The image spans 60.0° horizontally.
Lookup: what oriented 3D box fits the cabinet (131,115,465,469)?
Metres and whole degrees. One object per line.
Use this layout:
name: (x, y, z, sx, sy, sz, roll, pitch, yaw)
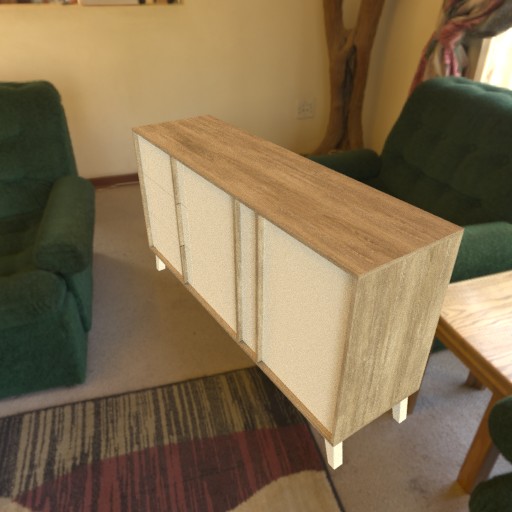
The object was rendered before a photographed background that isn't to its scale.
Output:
cabinet: (0.000, 0.000, 2.035, 0.450, 0.870, 1.600, -20, 37, -28)
